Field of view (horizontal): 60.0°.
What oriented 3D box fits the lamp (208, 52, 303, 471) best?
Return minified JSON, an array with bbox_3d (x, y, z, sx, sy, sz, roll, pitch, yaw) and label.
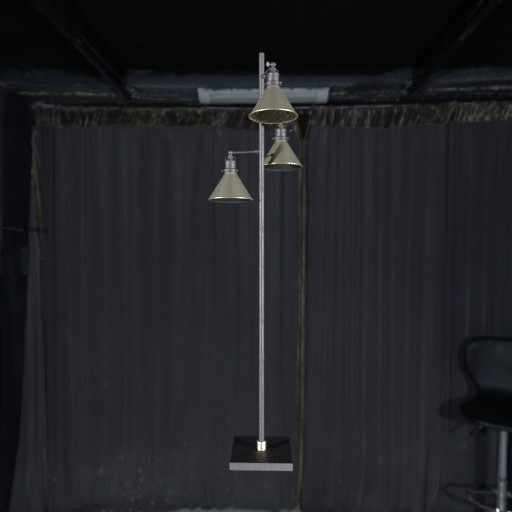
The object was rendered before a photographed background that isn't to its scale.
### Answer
[{"bbox_3d":[0.000,0.000,1.878,0.415,1.716,0.428,0,1,1],"label":"lamp"}]
